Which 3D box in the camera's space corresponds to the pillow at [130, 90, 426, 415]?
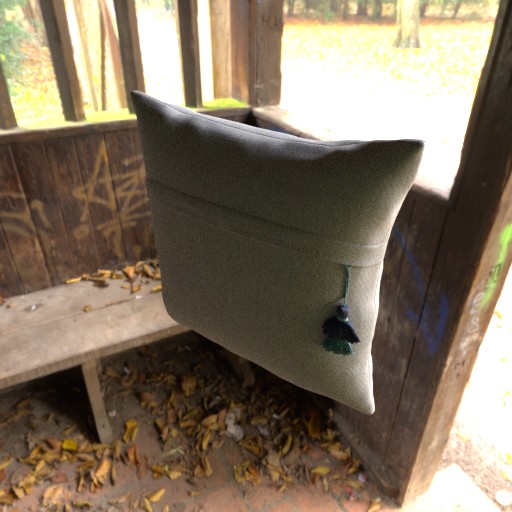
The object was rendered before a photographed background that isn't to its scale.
[{"bbox_3d":[0.000,0.000,0.674,0.433,0.436,0.173,20,37,29],"label":"pillow"}]
